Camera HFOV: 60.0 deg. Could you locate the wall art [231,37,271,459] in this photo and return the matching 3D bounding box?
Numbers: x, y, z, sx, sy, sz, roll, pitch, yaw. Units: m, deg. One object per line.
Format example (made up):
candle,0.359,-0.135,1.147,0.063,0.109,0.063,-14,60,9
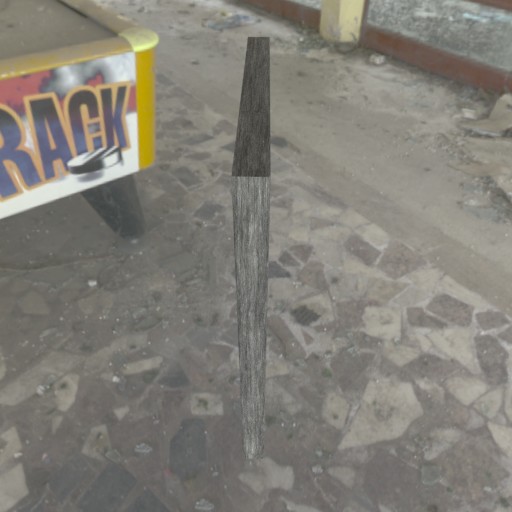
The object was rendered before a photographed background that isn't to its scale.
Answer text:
wall art,0.000,0.000,1.333,0.063,1.016,0.762,1,42,1
